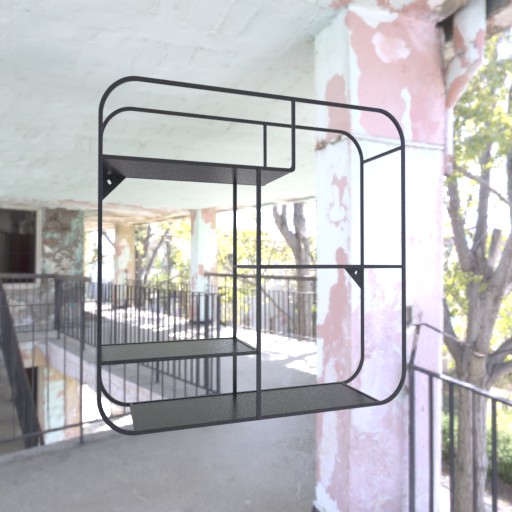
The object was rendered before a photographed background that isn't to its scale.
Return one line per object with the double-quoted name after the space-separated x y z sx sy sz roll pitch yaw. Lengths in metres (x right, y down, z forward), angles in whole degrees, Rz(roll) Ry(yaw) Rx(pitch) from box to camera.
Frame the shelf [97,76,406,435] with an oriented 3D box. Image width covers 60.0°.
0.000 0.000 0.893 0.600 0.600 0.160 0 -1 -19 "shelf"
